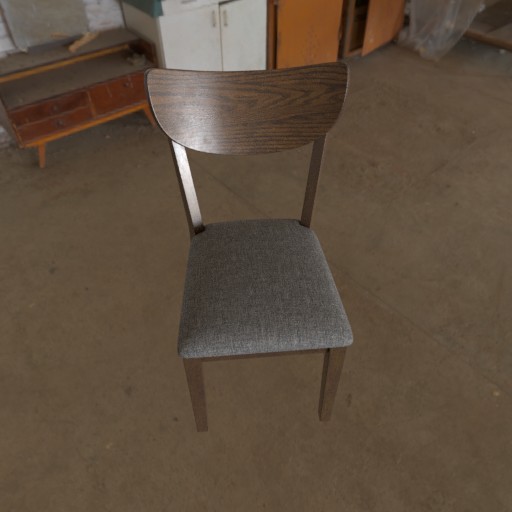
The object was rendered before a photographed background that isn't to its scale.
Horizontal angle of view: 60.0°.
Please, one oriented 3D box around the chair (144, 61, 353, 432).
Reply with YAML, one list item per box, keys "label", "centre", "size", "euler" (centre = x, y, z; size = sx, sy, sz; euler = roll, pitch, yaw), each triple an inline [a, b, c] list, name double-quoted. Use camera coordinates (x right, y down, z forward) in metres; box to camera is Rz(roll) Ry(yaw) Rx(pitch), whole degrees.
- label: "chair"
  centre: [0.000, 0.000, 1.201]
  size: [0.491, 0.849, 0.583]
  euler: [-4, 46, -3]
